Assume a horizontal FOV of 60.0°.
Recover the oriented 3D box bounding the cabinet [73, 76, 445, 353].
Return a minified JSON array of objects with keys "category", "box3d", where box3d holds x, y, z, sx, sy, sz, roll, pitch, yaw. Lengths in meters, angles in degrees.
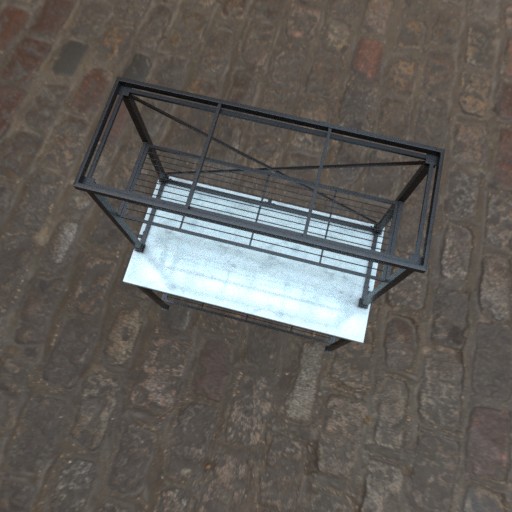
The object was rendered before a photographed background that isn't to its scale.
[{"category":"cabinet","box3d":[0.000,0.000,2.278,1.210,1.659,0.610,14,74,4]}]
